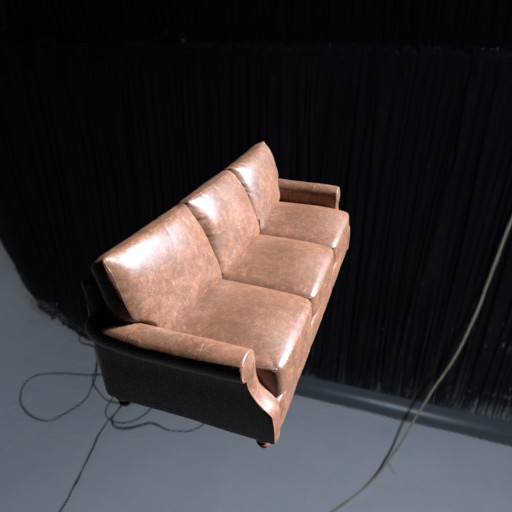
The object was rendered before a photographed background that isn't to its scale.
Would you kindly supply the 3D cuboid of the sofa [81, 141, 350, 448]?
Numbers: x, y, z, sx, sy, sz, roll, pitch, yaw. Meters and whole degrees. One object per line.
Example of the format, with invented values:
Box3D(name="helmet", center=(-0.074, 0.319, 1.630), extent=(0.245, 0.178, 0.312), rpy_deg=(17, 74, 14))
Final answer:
Box3D(name="sofa", center=(0.000, 0.000, 2.934), extent=(0.973, 0.977, 2.351), rpy_deg=(9, 30, 17))
